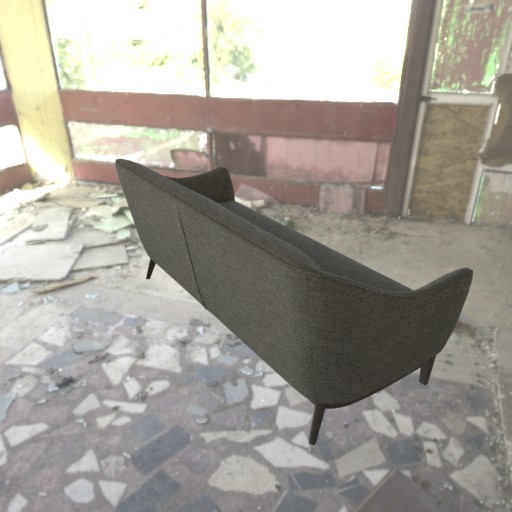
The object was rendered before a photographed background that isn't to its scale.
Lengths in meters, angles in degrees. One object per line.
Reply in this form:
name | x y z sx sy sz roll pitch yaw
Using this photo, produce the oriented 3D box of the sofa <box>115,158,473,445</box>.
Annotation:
sofa | 0.000 0.000 2.355 0.867 0.829 1.928 -17 31 -31
